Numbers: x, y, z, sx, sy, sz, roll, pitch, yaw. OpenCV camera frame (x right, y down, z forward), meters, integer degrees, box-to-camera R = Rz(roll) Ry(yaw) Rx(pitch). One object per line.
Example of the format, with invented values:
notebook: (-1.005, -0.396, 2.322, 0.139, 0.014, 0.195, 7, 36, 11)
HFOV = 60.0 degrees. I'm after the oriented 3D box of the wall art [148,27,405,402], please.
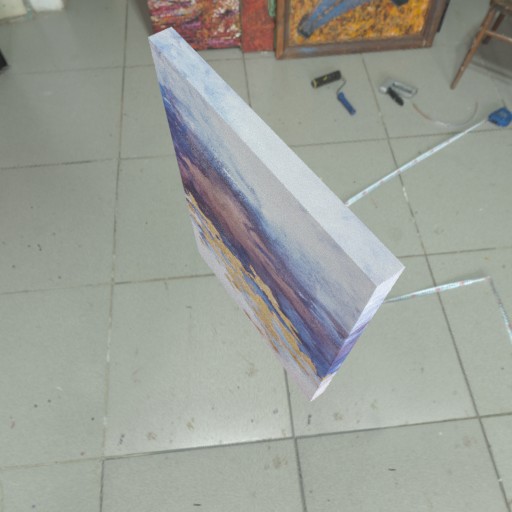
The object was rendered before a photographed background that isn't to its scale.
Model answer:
wall art: (0.000, 0.000, 0.753, 0.036, 0.581, 0.437, -32, 66, -16)
